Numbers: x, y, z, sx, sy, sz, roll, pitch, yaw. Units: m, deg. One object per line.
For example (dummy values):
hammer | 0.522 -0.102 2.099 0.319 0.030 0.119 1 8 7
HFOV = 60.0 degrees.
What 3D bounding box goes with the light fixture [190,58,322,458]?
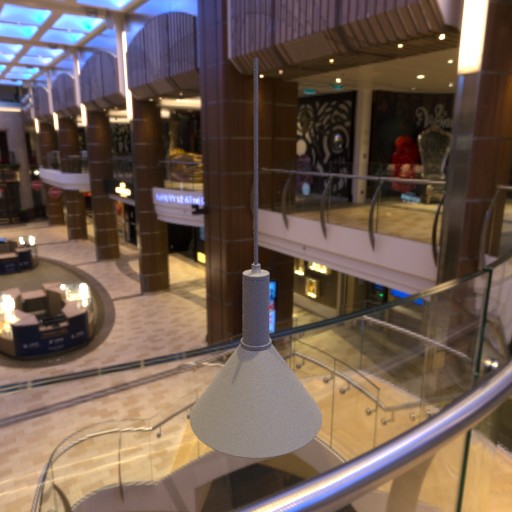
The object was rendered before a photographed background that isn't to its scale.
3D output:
light fixture | 0.000 0.000 0.824 0.267 0.683 0.267 2 14 9
